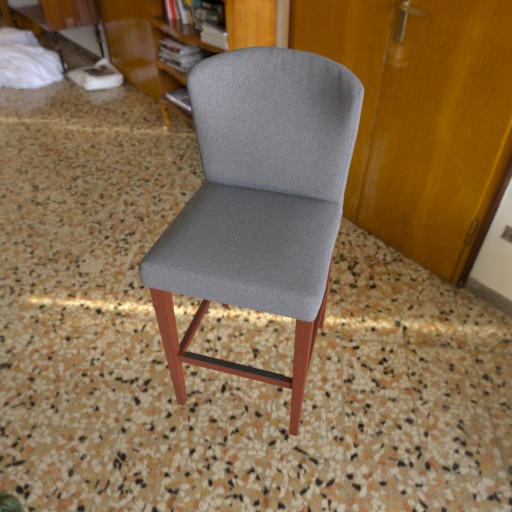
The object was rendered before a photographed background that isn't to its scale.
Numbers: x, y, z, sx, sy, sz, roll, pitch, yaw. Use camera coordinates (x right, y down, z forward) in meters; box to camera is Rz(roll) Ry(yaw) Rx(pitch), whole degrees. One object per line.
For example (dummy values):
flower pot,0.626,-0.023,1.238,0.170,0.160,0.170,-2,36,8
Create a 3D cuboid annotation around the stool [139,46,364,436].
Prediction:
stool,0.000,0.000,1.369,0.481,1.069,0.568,11,42,12
